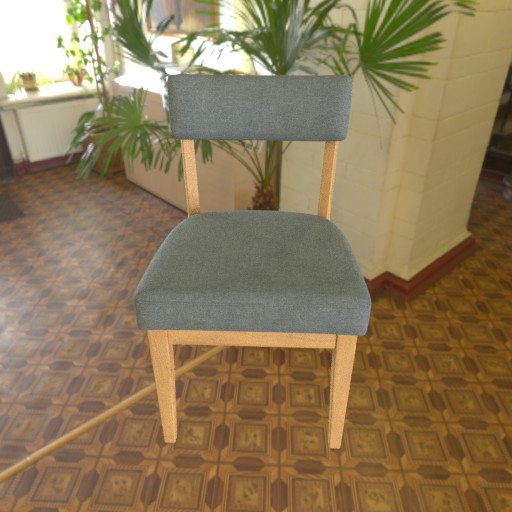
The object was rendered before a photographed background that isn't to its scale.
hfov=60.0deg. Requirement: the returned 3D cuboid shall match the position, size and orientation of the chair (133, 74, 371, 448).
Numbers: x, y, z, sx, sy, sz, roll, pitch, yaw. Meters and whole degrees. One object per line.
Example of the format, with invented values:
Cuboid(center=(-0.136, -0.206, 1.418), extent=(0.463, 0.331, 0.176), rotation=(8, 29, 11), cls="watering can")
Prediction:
Cuboid(center=(0.000, 0.000, 1.175), extent=(0.508, 0.832, 0.572), rotation=(1, 31, 2), cls="chair")
